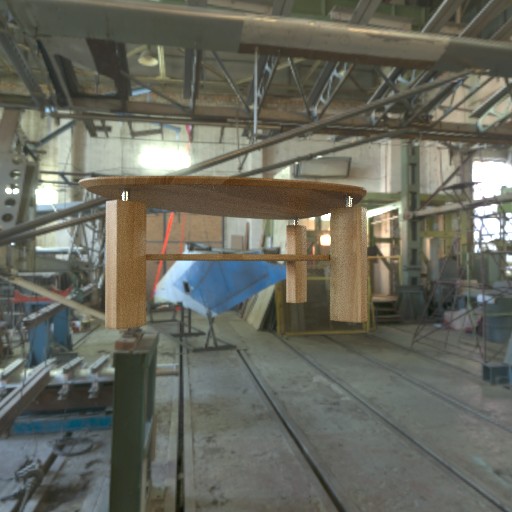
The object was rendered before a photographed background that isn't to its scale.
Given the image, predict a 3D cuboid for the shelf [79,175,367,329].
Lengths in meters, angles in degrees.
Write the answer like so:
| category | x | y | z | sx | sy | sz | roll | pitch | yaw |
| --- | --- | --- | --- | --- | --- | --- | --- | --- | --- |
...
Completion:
| category | x | y | z | sx | sy | sz | roll | pitch | yaw |
| --- | --- | --- | --- | --- | --- | --- | --- | --- | --- |
| shelf | 0.000 | 0.000 | 1.694 | 0.863 | 0.439 | 1.240 | -1 | -1 | 35 |
